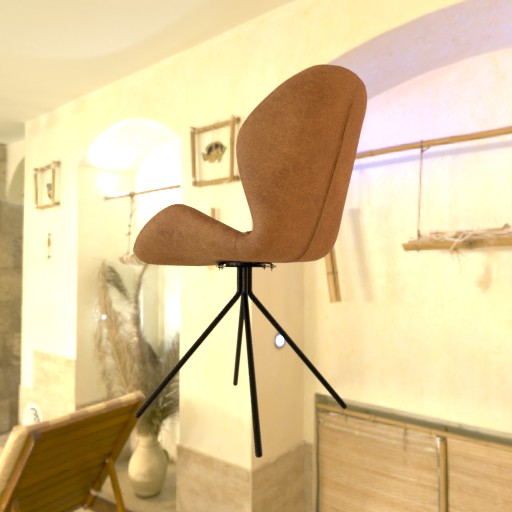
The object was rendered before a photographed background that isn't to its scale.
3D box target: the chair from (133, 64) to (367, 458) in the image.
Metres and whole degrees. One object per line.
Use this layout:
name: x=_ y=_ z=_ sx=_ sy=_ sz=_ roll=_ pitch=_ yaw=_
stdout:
chair: x=0.000 y=0.000 z=1.293 sx=0.640 sy=0.929 sz=0.527 roll=-1 pitch=-2 yaw=37
